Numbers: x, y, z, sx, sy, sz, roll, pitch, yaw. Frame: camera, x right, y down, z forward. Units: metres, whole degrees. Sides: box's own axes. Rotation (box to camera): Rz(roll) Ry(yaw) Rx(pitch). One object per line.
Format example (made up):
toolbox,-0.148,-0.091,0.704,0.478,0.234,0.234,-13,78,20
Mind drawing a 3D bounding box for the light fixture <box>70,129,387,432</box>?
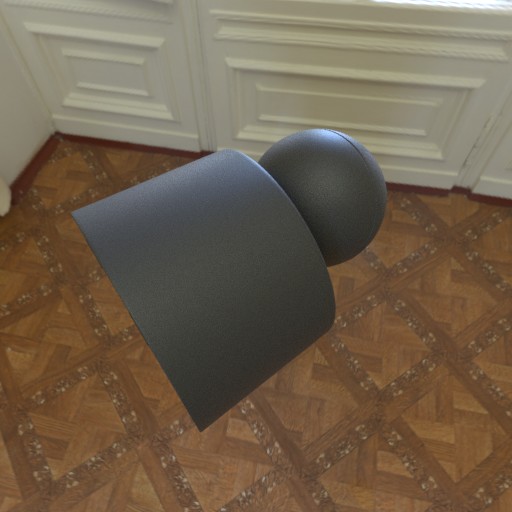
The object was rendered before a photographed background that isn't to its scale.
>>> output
light fixture,0.000,0.000,0.268,0.160,0.143,0.134,-31,63,-17
